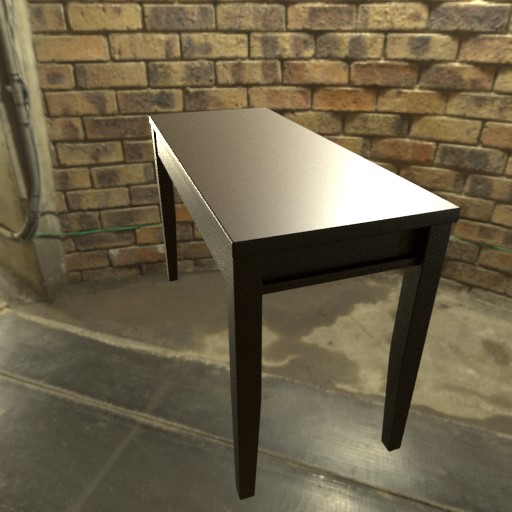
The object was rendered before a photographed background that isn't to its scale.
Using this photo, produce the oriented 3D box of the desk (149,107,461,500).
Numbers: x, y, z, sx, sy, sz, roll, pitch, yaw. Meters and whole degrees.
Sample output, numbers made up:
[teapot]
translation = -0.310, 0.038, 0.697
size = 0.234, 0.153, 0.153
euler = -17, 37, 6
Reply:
[desk]
translation = 0.000, 0.000, 1.561
size = 0.508, 0.775, 1.220
euler = -9, 30, -17
